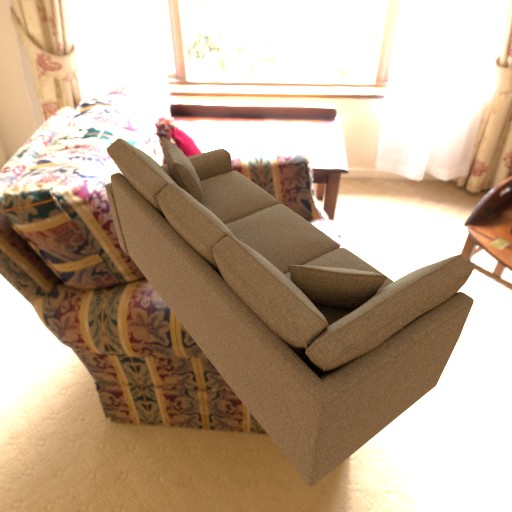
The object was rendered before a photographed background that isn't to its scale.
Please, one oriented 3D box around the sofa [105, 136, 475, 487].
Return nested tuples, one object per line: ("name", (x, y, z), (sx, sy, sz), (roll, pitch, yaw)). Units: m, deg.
("sofa", (0.000, 0.000, 2.797), (1.061, 0.962, 2.317), (-24, 45, -27))
